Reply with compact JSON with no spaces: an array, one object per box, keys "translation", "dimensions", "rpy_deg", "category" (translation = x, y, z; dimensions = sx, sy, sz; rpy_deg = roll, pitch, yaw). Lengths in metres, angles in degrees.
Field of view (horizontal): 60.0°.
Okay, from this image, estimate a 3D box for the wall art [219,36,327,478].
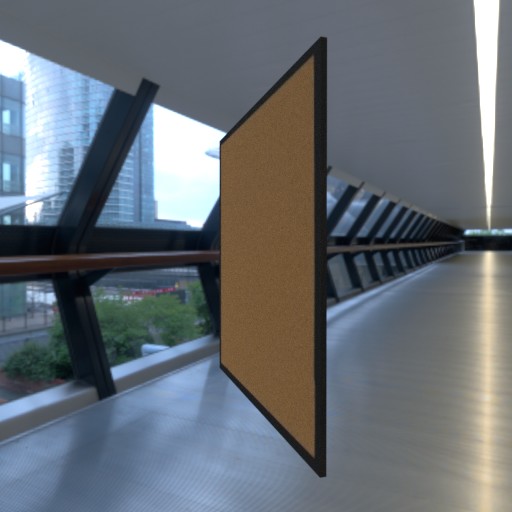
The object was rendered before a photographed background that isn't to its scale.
[{"translation":[0.000,0.000,1.221],"dimensions":[0.013,0.823,0.823],"rpy_deg":[0,1,-18],"category":"wall art"}]
